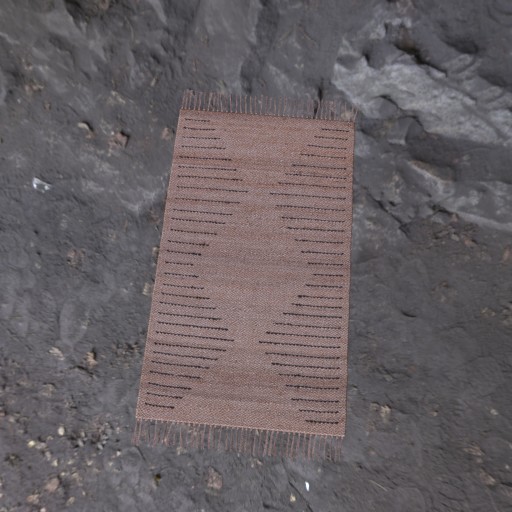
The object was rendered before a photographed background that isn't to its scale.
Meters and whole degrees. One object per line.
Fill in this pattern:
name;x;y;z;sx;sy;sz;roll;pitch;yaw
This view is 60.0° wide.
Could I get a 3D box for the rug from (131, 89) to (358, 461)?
rug;0.000;0.000;2.055;0.905;0.017;1.718;5;75;1
